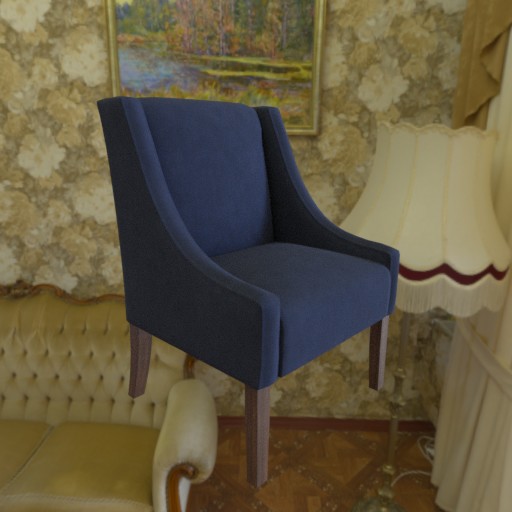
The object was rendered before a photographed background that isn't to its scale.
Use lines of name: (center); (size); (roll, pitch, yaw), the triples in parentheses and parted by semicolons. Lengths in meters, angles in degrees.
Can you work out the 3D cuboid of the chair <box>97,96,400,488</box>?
chair: (0.000, 0.000, 1.310); (0.629, 0.895, 0.629); (14, 20, 42)
